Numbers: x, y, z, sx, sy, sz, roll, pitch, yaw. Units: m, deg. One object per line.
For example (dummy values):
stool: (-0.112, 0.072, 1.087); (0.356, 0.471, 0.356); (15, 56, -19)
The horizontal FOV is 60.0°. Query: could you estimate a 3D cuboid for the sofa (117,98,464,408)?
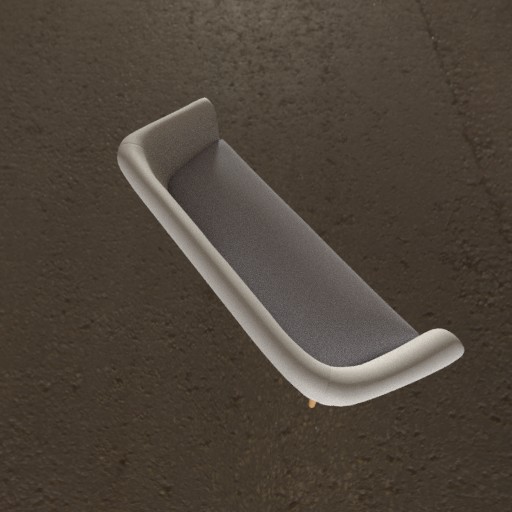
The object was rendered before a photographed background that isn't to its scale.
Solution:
sofa: (0.000, 0.000, 2.514); (0.827, 0.795, 2.160); (-33, 64, -18)
